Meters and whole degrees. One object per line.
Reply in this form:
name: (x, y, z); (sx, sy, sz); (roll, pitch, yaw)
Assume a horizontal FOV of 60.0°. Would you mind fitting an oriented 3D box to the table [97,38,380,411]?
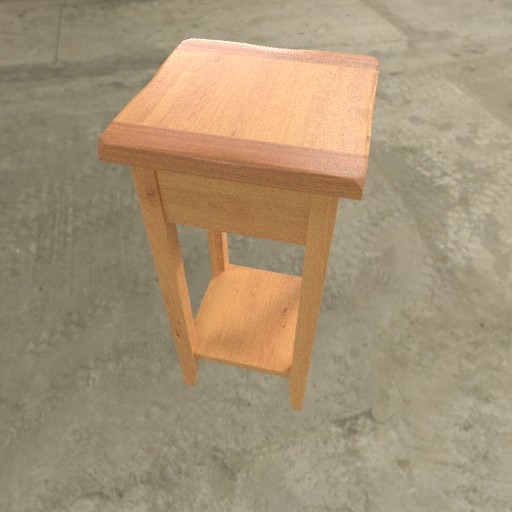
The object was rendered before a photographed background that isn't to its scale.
table: (0.000, 0.000, 0.956); (0.360, 0.740, 0.360); (10, 48, 9)
